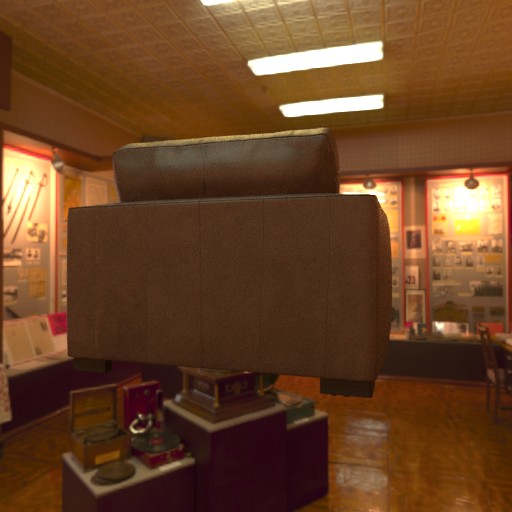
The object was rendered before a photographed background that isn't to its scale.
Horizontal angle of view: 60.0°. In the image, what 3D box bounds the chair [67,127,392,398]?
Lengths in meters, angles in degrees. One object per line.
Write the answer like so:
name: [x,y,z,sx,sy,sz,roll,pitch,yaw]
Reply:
chair: [0.000,0.000,1.875,1.100,0.812,1.069,0,-1,18]
